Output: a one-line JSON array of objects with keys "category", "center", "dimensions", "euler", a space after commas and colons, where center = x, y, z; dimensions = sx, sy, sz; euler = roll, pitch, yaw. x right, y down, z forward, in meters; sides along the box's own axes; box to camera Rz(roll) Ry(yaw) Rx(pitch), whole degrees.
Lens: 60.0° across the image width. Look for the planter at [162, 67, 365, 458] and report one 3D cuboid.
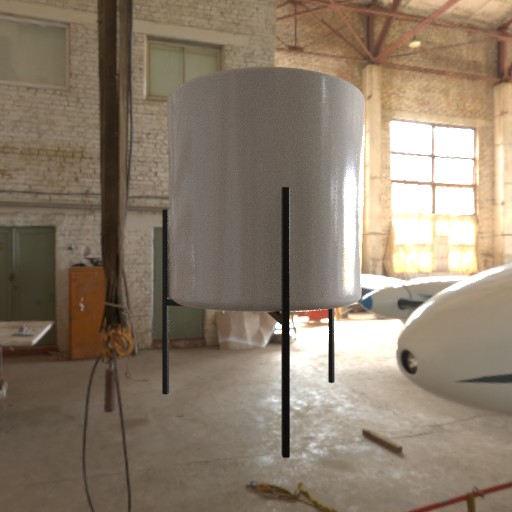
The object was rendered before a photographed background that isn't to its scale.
[{"category": "planter", "center": [0.000, 0.000, 0.644], "dimensions": [0.308, 0.431, 0.307], "euler": [0, 0, 19]}]
